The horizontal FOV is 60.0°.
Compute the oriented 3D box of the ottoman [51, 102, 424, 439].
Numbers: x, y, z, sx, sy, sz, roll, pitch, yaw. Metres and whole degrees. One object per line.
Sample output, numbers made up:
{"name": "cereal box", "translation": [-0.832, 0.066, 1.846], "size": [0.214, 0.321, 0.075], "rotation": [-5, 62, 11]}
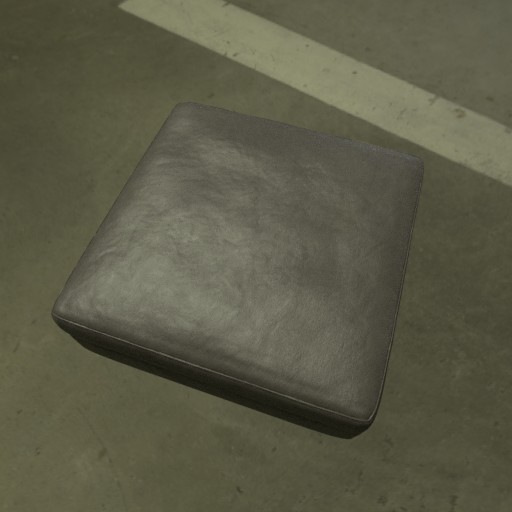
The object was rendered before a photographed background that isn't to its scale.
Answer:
{"name": "ottoman", "translation": [0.000, 0.000, 1.343], "size": [0.836, 0.415, 0.844], "rotation": [16, 61, 9]}
